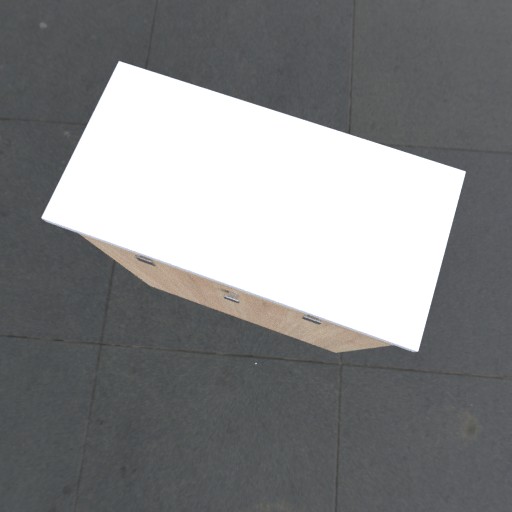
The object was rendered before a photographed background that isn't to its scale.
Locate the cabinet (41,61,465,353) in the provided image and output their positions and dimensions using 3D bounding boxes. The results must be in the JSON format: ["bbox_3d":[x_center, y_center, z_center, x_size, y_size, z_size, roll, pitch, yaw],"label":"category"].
[{"bbox_3d":[0.000,0.000,1.087,0.600,0.815,0.296,19,77,5],"label":"cabinet"}]
